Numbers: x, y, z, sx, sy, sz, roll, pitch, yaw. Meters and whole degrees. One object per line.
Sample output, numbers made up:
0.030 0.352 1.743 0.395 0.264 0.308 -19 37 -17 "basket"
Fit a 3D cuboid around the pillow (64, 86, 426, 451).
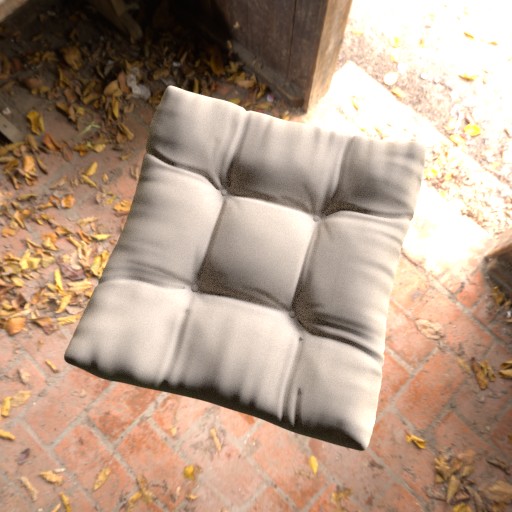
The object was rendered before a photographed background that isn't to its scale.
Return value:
0.000 0.000 0.718 0.468 0.128 0.490 15 77 4 "pillow"
